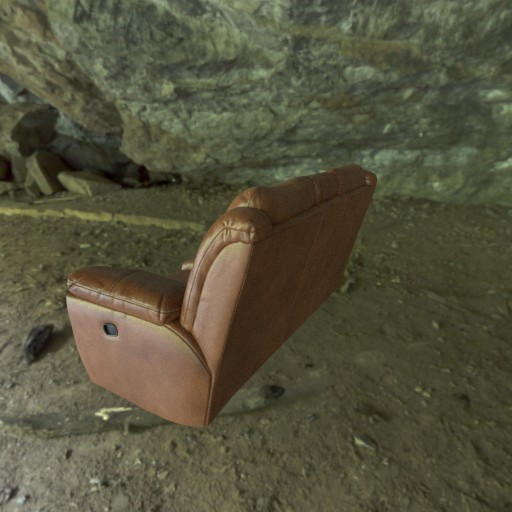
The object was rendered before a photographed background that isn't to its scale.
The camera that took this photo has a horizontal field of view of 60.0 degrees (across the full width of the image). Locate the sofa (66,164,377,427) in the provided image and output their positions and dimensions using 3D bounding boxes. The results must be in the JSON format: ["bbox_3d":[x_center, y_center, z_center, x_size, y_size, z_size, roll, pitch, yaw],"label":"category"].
[{"bbox_3d":[0.000,0.000,2.679,0.991,1.043,2.058,8,18,26],"label":"sofa"}]
